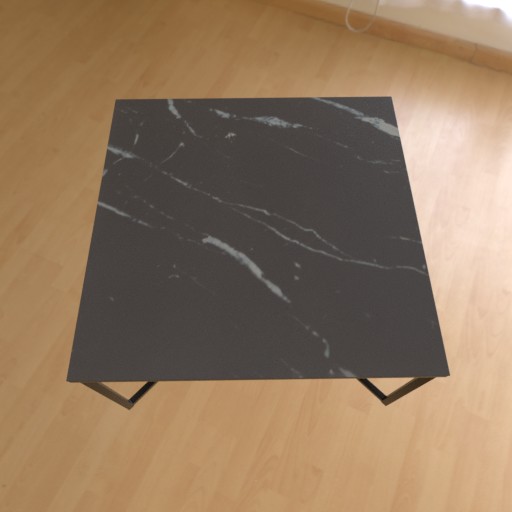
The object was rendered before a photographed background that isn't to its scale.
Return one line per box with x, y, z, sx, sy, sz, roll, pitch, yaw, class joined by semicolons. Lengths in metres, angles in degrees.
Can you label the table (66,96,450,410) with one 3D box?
0.000;0.000;1.303;0.800;0.450;0.800;-1;63;0;table
